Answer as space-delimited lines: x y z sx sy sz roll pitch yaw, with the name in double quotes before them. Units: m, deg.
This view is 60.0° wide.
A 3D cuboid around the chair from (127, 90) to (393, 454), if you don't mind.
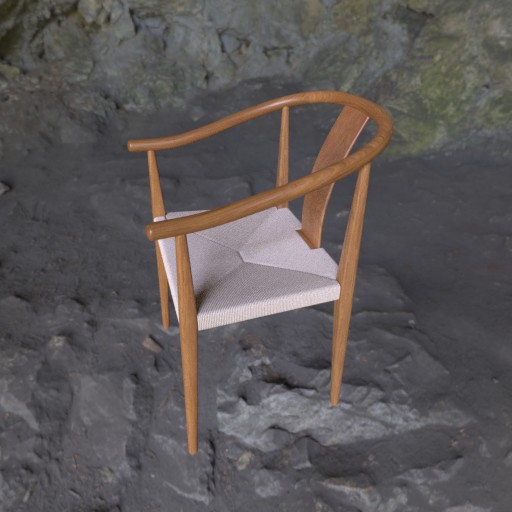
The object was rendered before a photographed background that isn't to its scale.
"chair" 0.000 0.000 1.219 0.579 0.800 0.556 -9 33 -15
